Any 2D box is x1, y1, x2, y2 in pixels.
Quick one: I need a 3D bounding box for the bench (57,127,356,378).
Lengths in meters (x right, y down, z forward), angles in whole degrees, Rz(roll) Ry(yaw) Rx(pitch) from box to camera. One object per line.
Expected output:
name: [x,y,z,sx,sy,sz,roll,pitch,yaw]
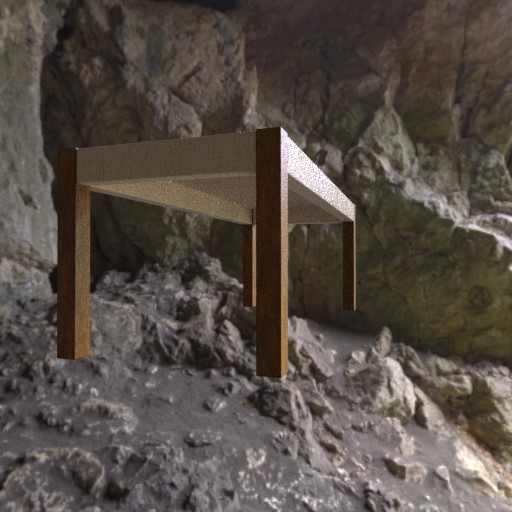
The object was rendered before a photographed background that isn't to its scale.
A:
bench: [0.000,0.000,1.451,0.507,0.457,1.198,0,-1,19]
